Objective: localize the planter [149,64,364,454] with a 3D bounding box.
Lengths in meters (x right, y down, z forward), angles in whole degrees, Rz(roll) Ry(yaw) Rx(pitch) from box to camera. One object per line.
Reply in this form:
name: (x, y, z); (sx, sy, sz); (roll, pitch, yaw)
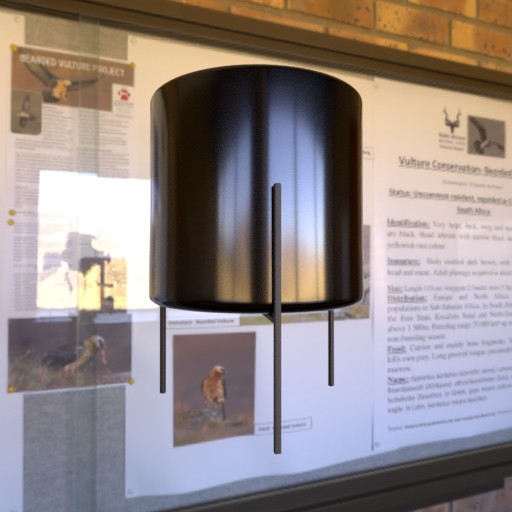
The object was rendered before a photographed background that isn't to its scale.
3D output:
planter: (0.000, 0.000, 0.647); (0.310, 0.432, 0.310); (0, -1, 37)
